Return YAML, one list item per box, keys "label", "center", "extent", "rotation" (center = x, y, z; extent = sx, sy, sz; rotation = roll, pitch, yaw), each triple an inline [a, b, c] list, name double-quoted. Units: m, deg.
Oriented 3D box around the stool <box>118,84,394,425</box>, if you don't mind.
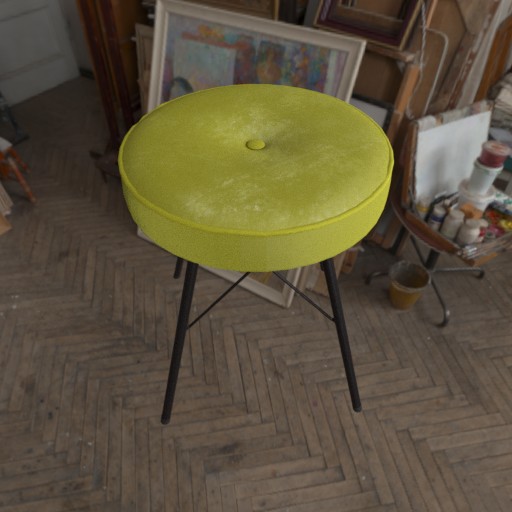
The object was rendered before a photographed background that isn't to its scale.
- label: "stool"
  center: [0.000, 0.000, 0.835]
  extent: [0.409, 0.508, 0.409]
  rotation: [-3, 45, -3]
